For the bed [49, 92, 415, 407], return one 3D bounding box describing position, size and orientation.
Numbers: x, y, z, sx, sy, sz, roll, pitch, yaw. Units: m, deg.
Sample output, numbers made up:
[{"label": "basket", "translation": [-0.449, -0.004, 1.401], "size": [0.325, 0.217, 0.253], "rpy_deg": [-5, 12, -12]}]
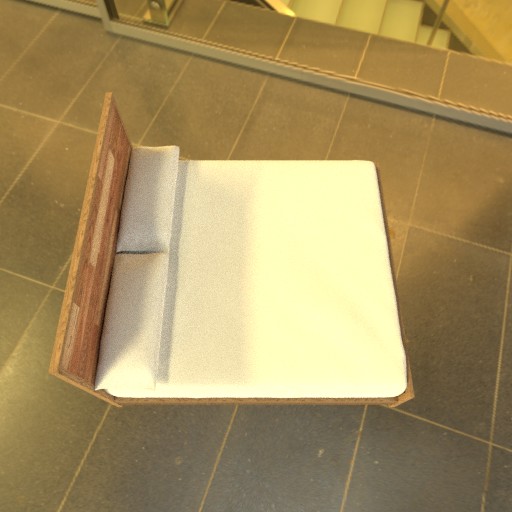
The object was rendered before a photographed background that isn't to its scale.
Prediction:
[{"label": "bed", "translation": [0.000, 0.000, 3.357], "size": [2.184, 1.295, 2.013], "rpy_deg": [0, 64, 0]}]
